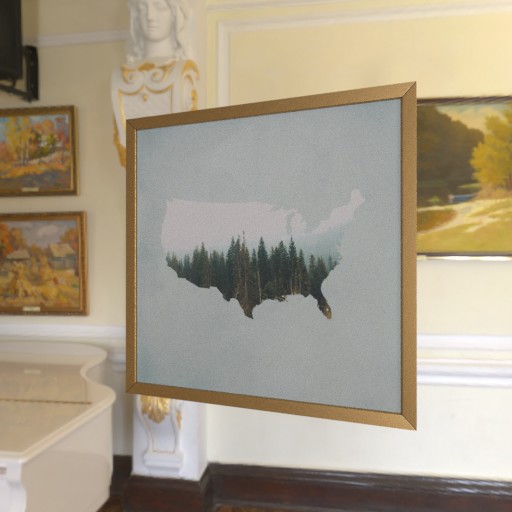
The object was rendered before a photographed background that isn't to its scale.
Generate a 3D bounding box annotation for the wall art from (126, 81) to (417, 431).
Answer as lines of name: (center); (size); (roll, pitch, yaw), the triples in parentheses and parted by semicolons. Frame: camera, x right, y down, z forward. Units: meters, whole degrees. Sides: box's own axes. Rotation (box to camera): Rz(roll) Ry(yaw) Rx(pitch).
wall art: (0.000, 0.000, 1.118); (0.762, 0.762, 0.038); (0, 0, 21)
